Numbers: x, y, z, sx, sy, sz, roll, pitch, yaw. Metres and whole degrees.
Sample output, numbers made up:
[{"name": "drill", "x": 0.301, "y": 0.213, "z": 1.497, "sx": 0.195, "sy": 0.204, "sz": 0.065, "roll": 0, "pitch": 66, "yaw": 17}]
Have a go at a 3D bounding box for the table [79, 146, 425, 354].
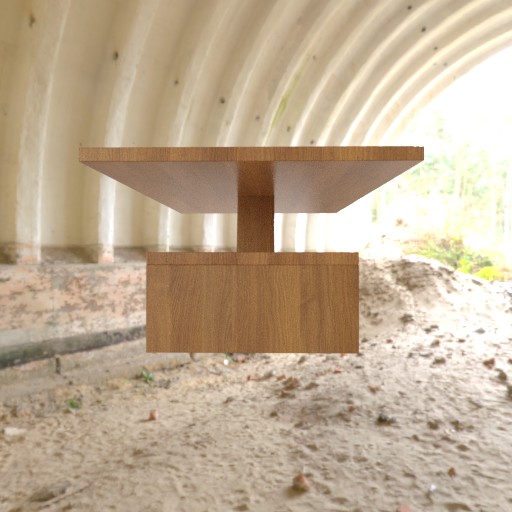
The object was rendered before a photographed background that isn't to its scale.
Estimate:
[{"name": "table", "x": 0.000, "y": 0.000, "z": 1.446, "sx": 0.700, "sy": 0.442, "sz": 1.100, "roll": 0, "pitch": 0, "yaw": 1}]
